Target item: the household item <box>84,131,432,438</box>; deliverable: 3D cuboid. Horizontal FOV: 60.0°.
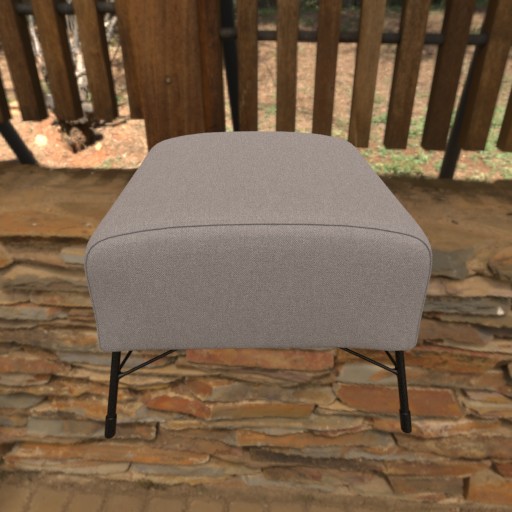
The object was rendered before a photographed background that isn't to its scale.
[{"bbox_3d":[0.000,0.000,0.890,0.530,0.410,0.530,-1,29,-1],"label":"household item"}]
